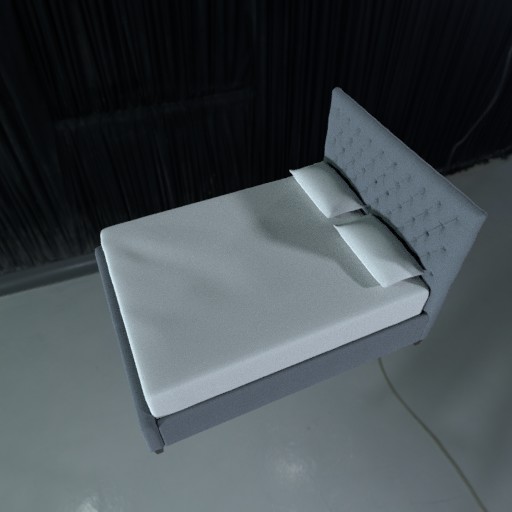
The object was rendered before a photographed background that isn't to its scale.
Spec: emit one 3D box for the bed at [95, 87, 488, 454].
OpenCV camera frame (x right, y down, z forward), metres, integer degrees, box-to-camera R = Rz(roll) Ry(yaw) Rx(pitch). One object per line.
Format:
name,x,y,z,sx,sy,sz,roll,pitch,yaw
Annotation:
bed,0.000,0.000,3.281,2.231,1.427,1.698,-18,50,-16
